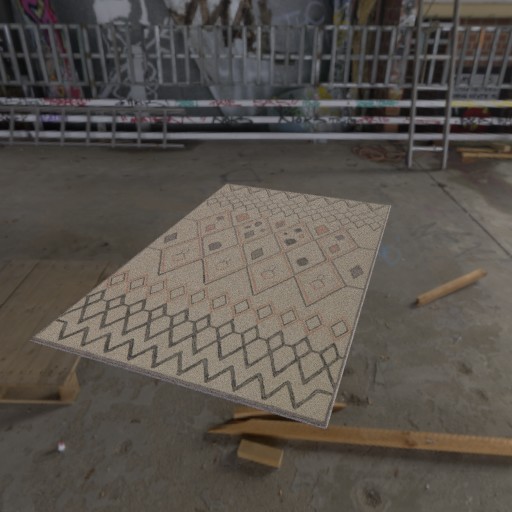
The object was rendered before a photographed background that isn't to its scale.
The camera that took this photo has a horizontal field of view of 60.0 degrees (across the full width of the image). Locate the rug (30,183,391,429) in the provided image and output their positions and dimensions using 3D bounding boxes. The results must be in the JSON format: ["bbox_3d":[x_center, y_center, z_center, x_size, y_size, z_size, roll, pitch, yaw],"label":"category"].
[{"bbox_3d":[0.000,0.000,2.996,1.524,0.015,2.438,10,31,18],"label":"rug"}]
